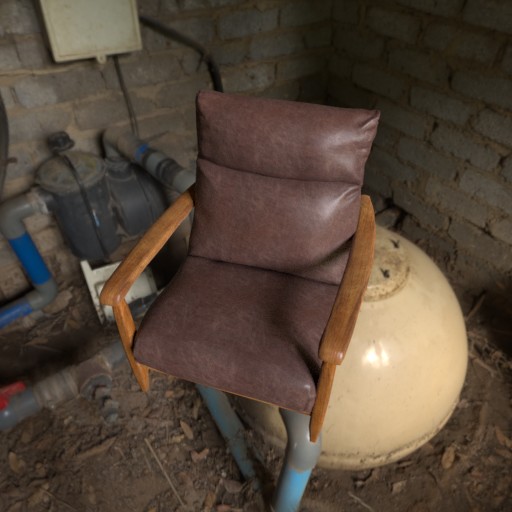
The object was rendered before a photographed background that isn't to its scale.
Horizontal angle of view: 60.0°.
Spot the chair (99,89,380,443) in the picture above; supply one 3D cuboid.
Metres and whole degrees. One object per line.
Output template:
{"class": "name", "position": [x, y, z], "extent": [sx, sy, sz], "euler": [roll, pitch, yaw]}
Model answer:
{"class": "chair", "position": [0.000, 0.000, 1.550], "extent": [0.782, 0.897, 0.830], "euler": [12, 42, 13]}
